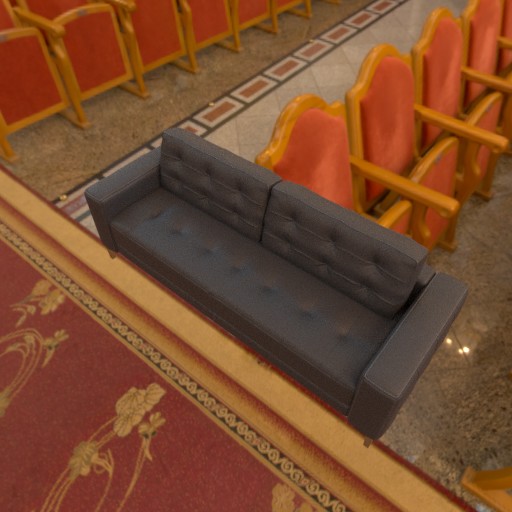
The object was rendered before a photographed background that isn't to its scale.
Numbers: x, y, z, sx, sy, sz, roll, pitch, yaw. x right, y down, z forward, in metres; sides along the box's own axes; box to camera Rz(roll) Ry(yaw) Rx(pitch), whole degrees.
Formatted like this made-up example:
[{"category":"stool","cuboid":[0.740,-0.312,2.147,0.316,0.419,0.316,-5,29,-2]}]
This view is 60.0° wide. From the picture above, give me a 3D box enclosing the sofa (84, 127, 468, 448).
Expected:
[{"category":"sofa","cuboid":[0.000,0.000,2.727,2.275,0.893,0.833,31,54,26]}]
